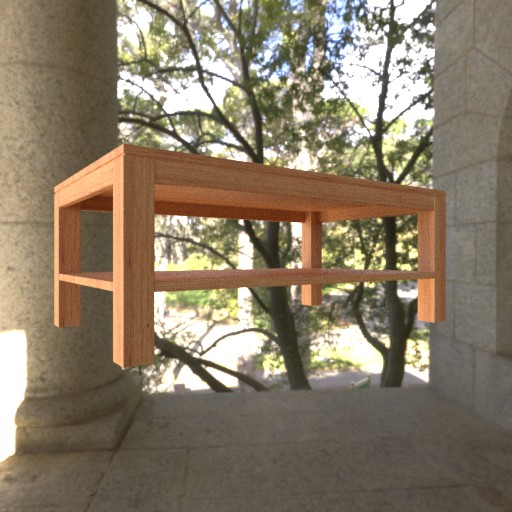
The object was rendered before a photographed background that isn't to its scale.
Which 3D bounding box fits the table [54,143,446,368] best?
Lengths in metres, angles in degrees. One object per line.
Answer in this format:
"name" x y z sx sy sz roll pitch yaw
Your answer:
"table" 0.000 0.000 1.514 1.146 0.457 0.695 0 0 -35
